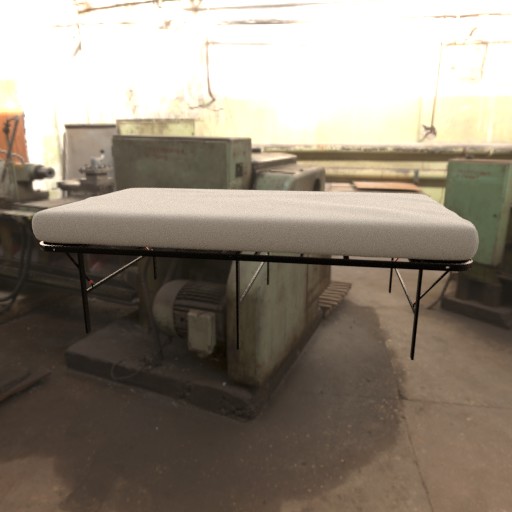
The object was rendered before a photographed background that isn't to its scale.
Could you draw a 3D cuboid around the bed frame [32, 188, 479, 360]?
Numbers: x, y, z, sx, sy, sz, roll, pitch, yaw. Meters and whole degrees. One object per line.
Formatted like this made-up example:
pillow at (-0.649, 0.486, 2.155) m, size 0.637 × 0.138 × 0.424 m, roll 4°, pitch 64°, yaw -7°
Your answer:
bed frame at (0.000, 0.000, 2.349) m, size 1.903 × 0.619 × 0.989 m, roll 3°, pitch 15°, yaw 10°
